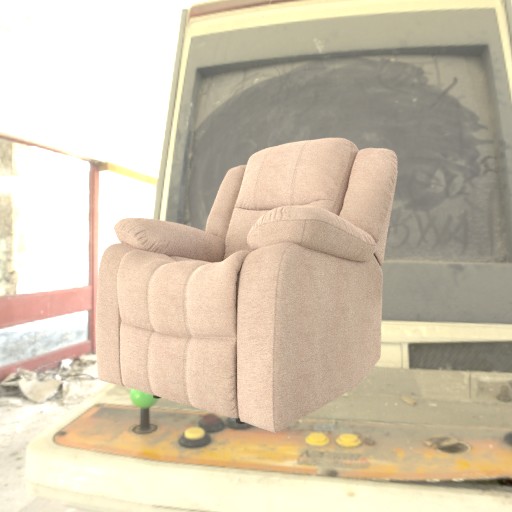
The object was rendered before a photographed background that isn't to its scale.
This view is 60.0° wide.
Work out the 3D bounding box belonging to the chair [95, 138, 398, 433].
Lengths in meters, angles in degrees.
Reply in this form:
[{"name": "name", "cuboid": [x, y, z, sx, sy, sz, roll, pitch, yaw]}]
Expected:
[{"name": "chair", "cuboid": [0.000, 0.000, 1.731, 0.899, 1.008, 0.944, 1, 1, 37]}]
